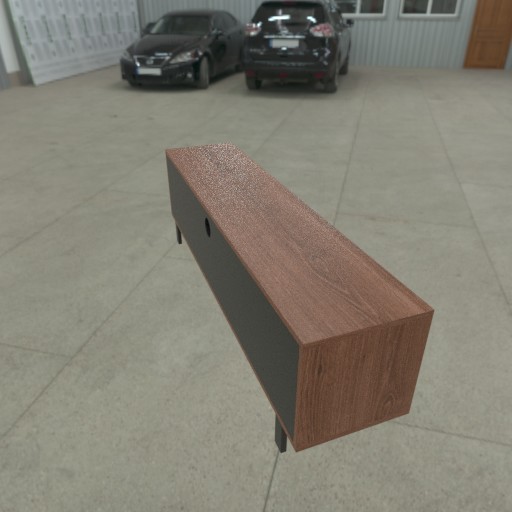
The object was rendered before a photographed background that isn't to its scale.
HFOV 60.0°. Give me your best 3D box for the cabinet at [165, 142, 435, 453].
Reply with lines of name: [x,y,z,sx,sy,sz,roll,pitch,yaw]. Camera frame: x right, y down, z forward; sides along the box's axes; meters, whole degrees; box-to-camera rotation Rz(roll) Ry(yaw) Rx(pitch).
cabinet: [0.000,0.000,1.860,0.400,0.500,1.650,-11,31,-18]
